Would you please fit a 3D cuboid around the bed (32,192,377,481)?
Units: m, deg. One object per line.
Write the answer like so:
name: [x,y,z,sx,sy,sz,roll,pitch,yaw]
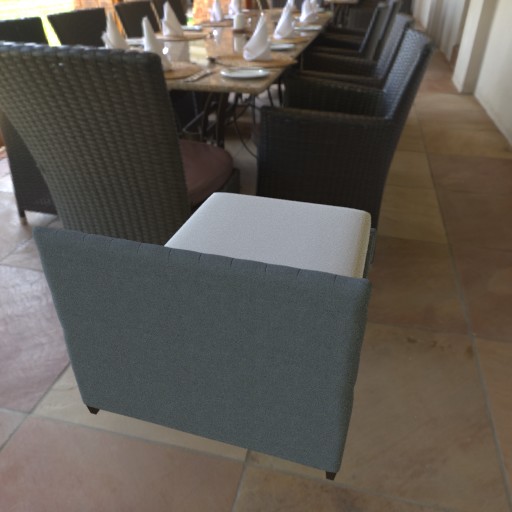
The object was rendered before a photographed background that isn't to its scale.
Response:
bed: [0.000,0.000,3.317,1.698,1.411,2.335,9,34,14]
